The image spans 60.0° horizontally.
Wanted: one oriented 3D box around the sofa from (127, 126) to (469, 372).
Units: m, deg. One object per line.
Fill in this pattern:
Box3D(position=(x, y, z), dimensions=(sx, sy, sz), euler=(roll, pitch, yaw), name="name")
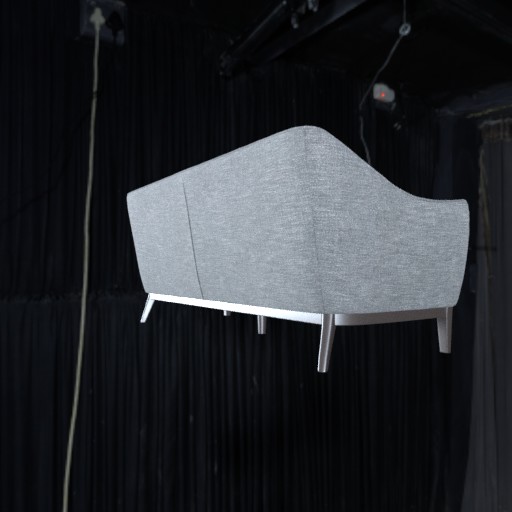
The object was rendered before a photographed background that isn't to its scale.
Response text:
Box3D(position=(0.000, 0.000, 2.361), dimensions=(0.867, 0.829, 1.928), euler=(1, -2, -35), name="sofa")
